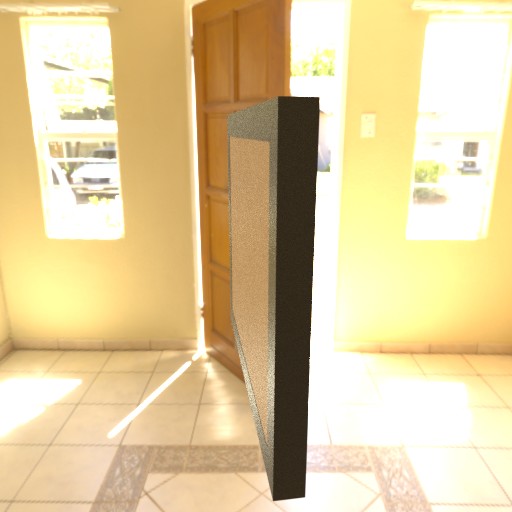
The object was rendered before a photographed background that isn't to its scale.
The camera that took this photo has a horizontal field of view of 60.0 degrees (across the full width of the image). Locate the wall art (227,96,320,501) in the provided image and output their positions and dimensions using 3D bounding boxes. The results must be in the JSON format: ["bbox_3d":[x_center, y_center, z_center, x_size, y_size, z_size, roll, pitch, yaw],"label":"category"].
[{"bbox_3d":[0.000,0.000,0.512,0.028,0.321,0.381,-2,16,-8],"label":"wall art"}]
